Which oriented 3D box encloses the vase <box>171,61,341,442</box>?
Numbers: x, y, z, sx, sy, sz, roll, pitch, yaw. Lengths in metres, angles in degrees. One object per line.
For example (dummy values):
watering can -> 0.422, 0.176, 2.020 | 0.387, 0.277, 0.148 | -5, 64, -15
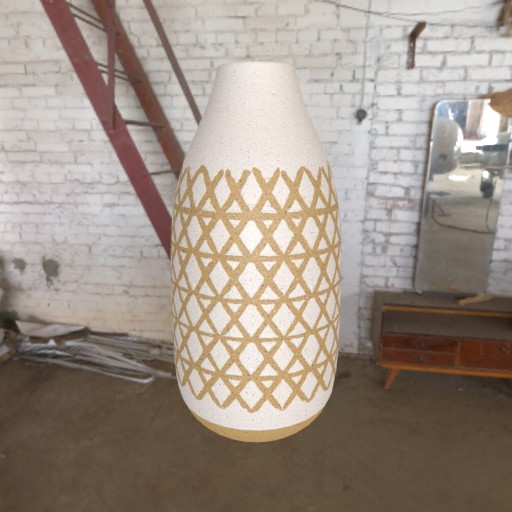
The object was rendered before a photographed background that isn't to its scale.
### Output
vase -> 0.000, 0.000, 0.480 | 0.186, 0.380, 0.186 | 0, 16, 0
